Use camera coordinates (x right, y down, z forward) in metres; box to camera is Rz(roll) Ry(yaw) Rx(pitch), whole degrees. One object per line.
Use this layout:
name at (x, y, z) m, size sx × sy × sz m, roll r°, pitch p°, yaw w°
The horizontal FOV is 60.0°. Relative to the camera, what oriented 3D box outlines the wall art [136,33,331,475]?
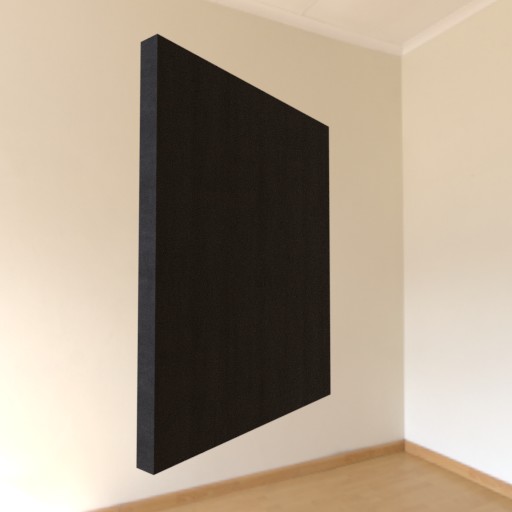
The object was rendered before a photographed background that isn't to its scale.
wall art at (0.000, 0.000, 0.744) m, size 0.034 × 0.552 × 0.455 m, roll -2°, pitch -3°, yaw 38°
